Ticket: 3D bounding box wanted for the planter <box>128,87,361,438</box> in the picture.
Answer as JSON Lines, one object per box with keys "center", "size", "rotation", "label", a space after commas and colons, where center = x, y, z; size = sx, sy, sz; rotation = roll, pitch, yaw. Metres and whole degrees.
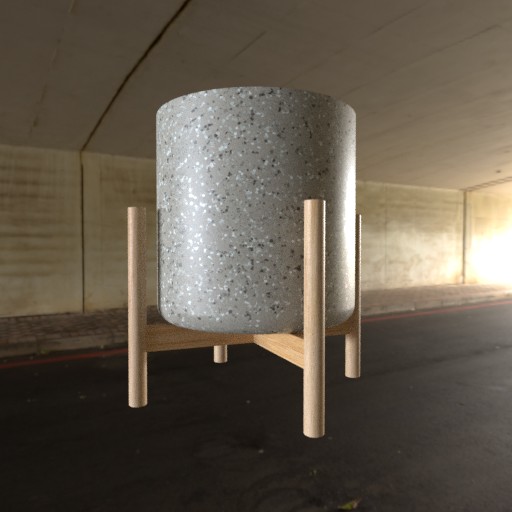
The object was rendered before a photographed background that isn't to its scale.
{"center": [0.000, 0.000, 0.695], "size": [0.360, 0.419, 0.360], "rotation": [0, 1, 0], "label": "planter"}
